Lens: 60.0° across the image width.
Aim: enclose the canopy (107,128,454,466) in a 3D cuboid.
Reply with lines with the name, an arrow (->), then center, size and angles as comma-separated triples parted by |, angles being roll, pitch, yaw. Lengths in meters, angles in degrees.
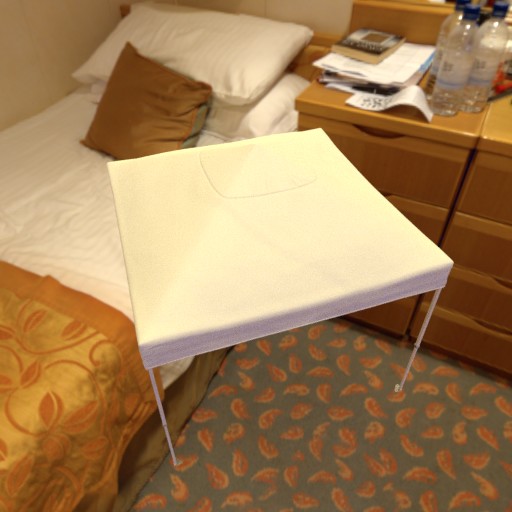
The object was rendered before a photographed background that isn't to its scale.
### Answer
canopy -> 0.000, 0.000, 5.398 | 2.996, 2.997, 2.998 | -13, 44, -14
